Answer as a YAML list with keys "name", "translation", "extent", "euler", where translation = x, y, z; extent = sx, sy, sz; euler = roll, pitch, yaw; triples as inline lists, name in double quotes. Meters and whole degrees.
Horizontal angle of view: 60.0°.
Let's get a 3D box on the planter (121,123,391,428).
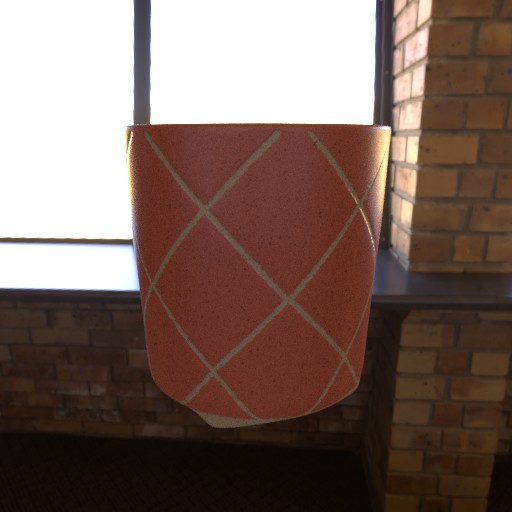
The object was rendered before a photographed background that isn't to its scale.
- name: "planter"
  translation: [0.000, 0.000, 0.418]
  extent: [0.227, 0.235, 0.227]
  euler: [0, 15, 0]
